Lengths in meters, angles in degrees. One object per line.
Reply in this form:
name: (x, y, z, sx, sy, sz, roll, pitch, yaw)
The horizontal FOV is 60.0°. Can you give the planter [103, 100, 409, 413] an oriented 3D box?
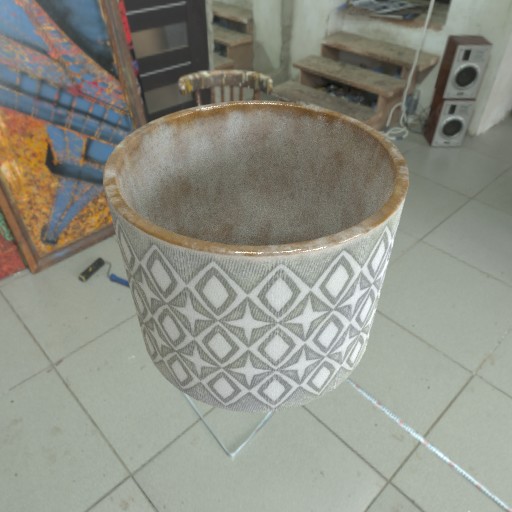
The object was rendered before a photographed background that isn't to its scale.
planter: (0.000, 0.000, 0.452, 0.255, 0.223, 0.255, 0, 41, 0)
